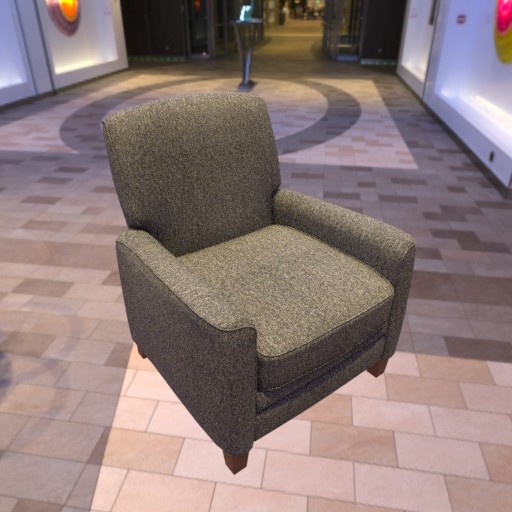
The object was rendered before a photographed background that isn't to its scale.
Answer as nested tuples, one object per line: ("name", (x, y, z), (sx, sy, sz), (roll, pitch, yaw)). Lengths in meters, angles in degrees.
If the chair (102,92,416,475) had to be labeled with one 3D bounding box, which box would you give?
("chair", (0.000, 0.000, 1.612), (0.848, 1.014, 0.864), (-21, 36, -32))
